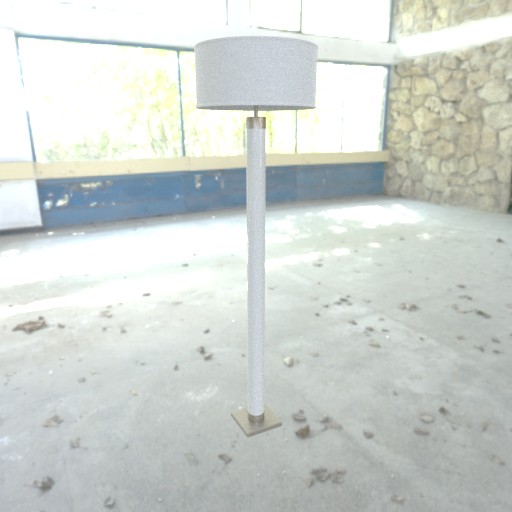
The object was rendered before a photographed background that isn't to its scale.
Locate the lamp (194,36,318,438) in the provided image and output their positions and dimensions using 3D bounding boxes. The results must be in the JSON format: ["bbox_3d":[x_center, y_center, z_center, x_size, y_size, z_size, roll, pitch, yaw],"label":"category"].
[{"bbox_3d":[0.000,0.000,1.697,0.420,1.475,0.420,-8,18,-26],"label":"lamp"}]
